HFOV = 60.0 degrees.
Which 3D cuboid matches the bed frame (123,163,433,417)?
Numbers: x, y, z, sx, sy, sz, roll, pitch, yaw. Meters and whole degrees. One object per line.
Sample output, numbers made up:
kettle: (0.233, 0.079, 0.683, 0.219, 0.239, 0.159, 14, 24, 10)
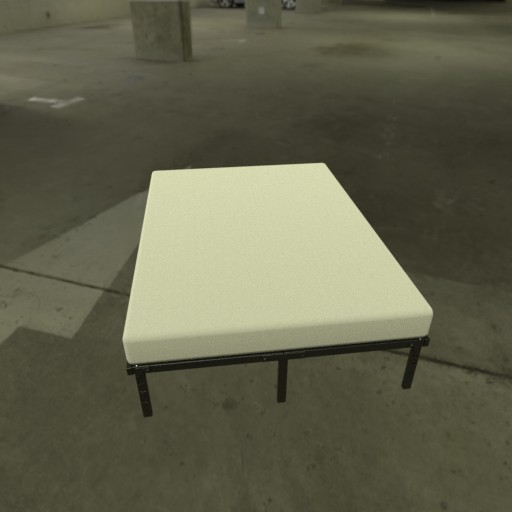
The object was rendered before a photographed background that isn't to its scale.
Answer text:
bed frame: (0.000, 0.000, 3.878, 2.205, 0.680, 2.842, 0, 32, 0)
